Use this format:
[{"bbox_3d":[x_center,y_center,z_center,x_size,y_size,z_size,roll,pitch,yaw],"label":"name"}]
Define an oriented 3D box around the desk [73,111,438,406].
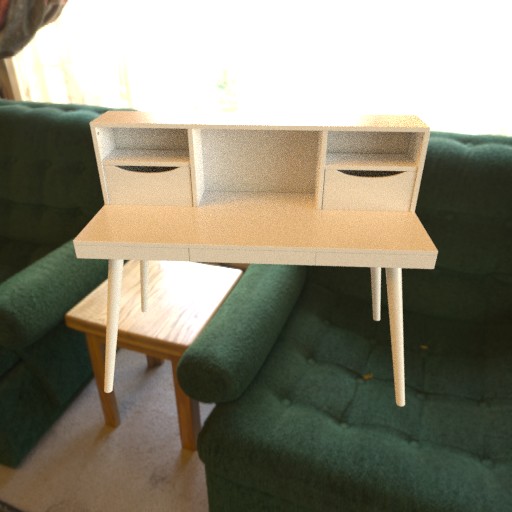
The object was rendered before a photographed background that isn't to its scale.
[{"bbox_3d":[0.000,0.000,1.747,1.199,0.990,0.559,2,30,3],"label":"desk"}]
